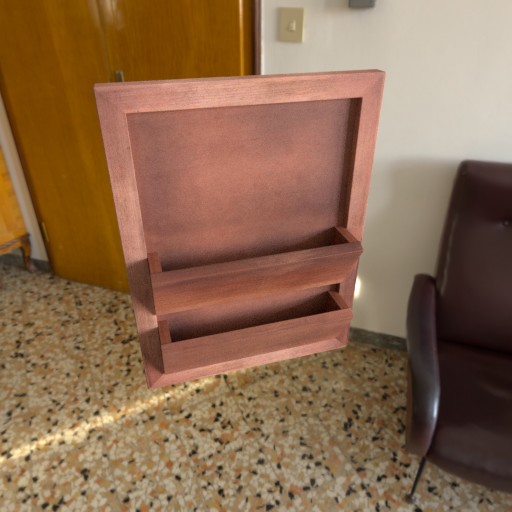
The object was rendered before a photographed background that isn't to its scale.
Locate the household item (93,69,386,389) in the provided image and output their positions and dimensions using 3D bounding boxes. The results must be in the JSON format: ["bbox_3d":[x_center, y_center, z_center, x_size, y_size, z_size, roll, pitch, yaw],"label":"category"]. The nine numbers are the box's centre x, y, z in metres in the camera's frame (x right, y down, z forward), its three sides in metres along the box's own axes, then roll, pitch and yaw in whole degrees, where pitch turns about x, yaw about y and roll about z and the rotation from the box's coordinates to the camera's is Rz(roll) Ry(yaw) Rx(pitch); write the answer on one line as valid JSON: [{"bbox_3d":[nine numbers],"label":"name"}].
[{"bbox_3d":[0.000,0.000,0.546,0.310,0.407,0.067,-9,33,-14],"label":"household item"}]
